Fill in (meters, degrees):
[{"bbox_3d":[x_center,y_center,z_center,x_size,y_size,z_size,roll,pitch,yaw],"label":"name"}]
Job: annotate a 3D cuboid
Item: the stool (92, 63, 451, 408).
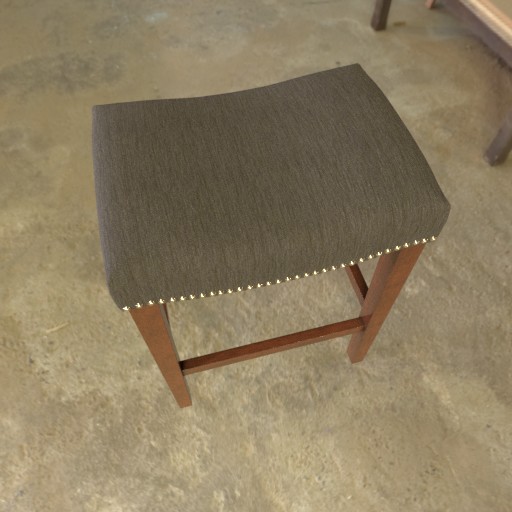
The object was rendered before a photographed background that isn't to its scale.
[{"bbox_3d":[0.000,0.000,0.946,0.504,0.654,0.372,-12,58,-8],"label":"stool"}]
